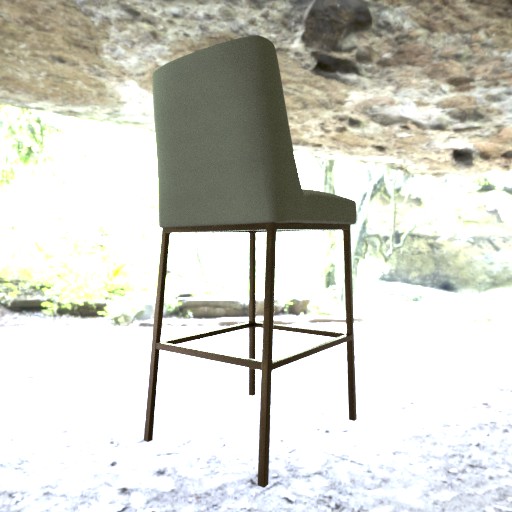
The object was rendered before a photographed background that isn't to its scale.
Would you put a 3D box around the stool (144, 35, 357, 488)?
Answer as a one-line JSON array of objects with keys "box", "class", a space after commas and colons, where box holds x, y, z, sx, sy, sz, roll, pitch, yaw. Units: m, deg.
[{"box": [0.000, 0.000, 1.376, 0.462, 1.084, 0.546, 1, 1, 37], "class": "stool"}]
